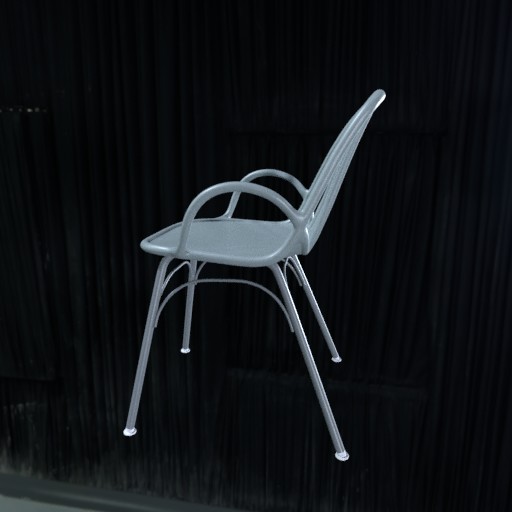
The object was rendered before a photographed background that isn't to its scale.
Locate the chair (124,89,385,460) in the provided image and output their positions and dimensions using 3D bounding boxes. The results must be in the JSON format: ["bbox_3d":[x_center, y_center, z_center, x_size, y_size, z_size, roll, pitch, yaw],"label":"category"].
[{"bbox_3d":[0.000,0.000,1.189,0.597,0.816,0.549,2,14,8],"label":"chair"}]
